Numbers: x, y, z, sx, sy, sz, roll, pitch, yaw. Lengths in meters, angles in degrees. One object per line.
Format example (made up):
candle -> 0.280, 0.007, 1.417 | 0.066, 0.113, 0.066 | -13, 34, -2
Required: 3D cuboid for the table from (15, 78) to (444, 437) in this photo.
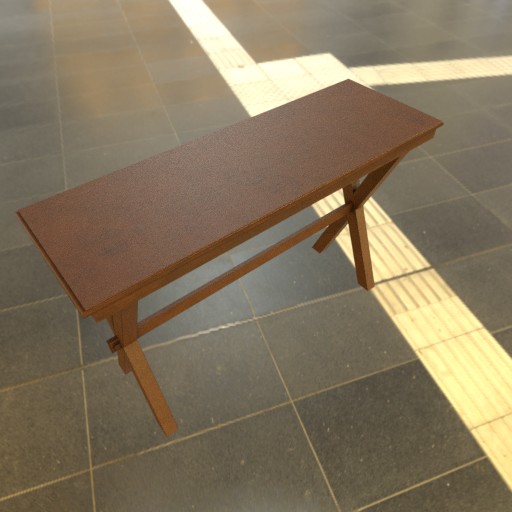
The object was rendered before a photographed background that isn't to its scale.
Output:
table -> 0.000, 0.000, 1.505 | 1.197, 0.763, 0.399 | -30, 53, -26
